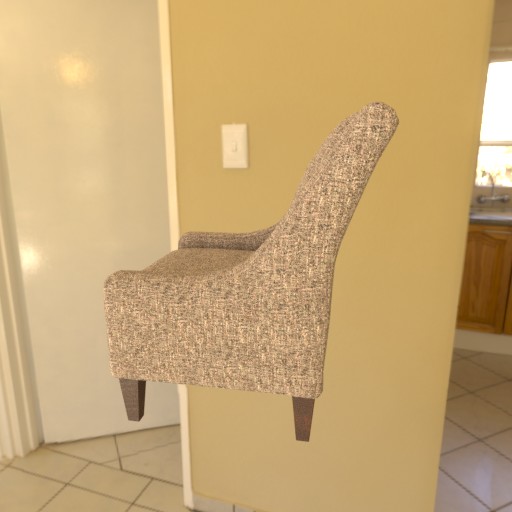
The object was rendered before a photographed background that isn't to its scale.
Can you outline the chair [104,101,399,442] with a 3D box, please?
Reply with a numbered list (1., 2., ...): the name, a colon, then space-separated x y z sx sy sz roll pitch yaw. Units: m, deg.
1. chair: 0.000 0.000 1.648 0.870 1.014 0.774 3 14 10
